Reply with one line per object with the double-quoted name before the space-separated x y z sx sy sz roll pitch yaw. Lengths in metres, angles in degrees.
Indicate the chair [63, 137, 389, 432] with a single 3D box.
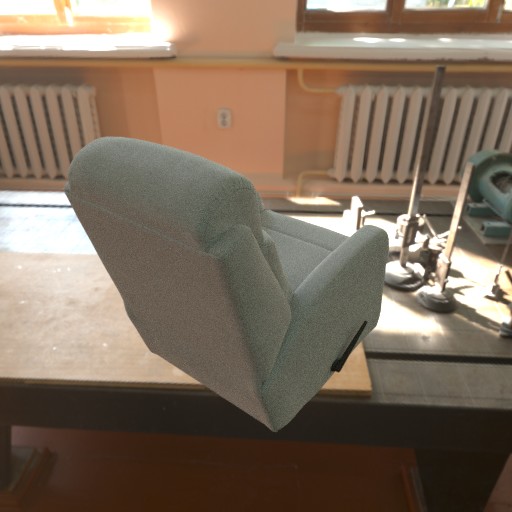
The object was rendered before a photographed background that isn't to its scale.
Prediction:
"chair" 0.000 0.000 1.681 0.798 1.013 1.043 22 37 32
